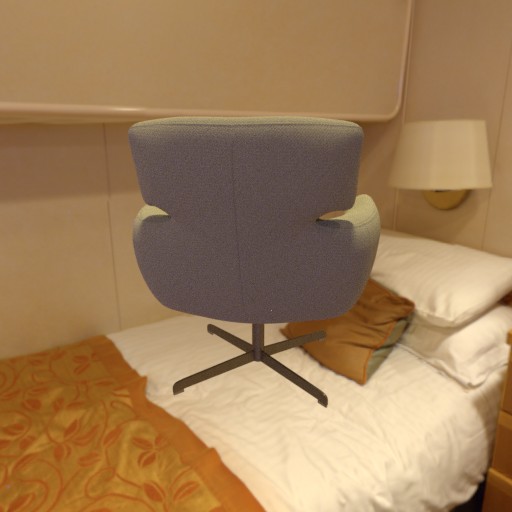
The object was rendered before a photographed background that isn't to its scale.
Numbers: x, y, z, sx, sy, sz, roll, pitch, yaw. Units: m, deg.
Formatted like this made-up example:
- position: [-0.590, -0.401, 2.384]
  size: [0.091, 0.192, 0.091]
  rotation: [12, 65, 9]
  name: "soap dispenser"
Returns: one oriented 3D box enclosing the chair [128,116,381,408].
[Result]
- position: [0.000, 0.000, 1.372]
  size: [0.760, 0.810, 0.730]
  rotation: [2, 16, 8]
  name: "chair"
